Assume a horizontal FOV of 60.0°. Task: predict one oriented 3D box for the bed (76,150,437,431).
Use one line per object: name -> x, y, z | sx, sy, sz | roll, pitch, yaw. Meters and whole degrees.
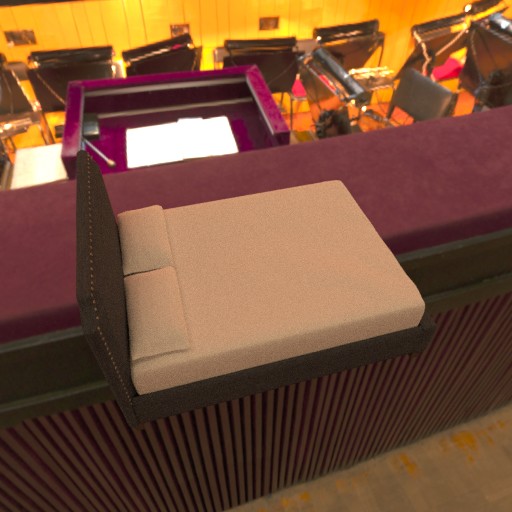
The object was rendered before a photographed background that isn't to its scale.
bed -> 0.000, 0.000, 3.481 | 2.372, 1.443, 1.713 | -11, 47, -11
